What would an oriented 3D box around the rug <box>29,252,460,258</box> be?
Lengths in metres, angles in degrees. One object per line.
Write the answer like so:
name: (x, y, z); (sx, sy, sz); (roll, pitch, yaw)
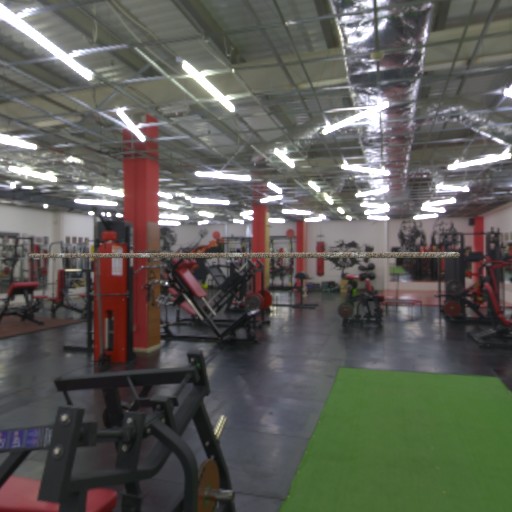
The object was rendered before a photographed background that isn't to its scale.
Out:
rug: (0.000, 0.000, 3.470); (2.743, 0.030, 1.778); (0, 0, 19)
